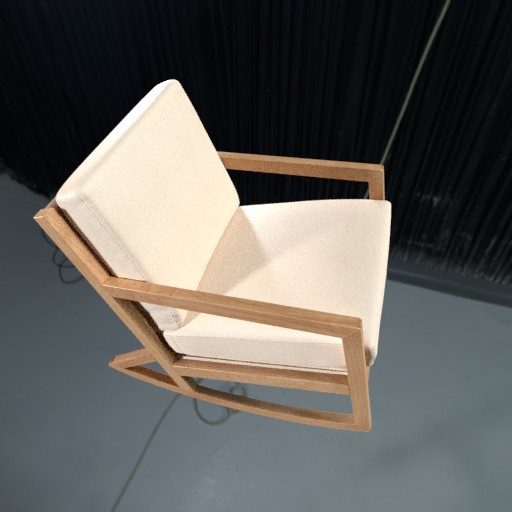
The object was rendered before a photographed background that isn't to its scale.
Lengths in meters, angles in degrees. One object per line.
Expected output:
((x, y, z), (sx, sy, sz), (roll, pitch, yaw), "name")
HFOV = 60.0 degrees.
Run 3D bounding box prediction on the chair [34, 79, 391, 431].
((0.000, 0.000, 1.344), (0.857, 0.790, 0.622), (12, 48, 11), "chair")
